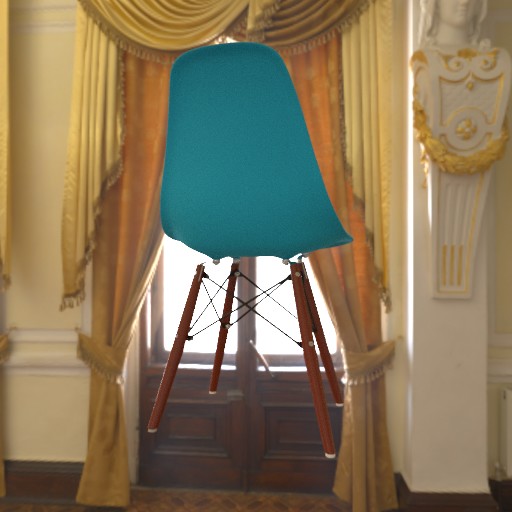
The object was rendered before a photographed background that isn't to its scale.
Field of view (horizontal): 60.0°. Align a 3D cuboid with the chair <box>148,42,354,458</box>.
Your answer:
[{"bbox_3d":[0.000,0.000,1.117,0.470,0.826,0.533,0,0,16],"label":"chair"}]
